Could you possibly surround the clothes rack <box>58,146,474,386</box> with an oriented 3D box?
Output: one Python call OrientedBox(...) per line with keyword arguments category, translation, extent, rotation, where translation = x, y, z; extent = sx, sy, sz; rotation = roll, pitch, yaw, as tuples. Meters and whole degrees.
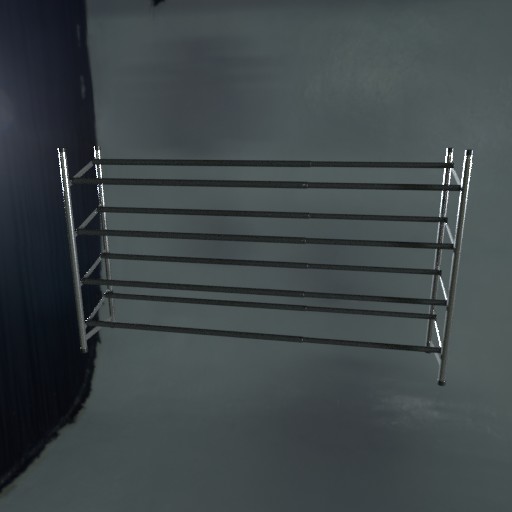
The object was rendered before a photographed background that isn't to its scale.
OrientedBox(category="clothes rack", translation=(0.000, 0.000, 1.414), extent=(1.168, 0.672, 0.229), rotation=(3, 15, 10))
